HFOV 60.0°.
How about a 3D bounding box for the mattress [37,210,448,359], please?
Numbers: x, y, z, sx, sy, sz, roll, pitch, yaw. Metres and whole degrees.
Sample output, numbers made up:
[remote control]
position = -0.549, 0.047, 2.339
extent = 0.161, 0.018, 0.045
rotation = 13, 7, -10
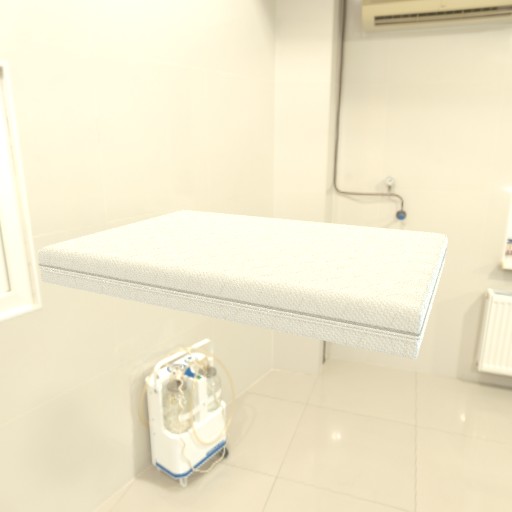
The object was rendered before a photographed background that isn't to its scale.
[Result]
[mattress]
position = 0.000, 0.000, 2.617
extent = 2.000, 0.200, 1.400
rotation = 8, 17, 25
